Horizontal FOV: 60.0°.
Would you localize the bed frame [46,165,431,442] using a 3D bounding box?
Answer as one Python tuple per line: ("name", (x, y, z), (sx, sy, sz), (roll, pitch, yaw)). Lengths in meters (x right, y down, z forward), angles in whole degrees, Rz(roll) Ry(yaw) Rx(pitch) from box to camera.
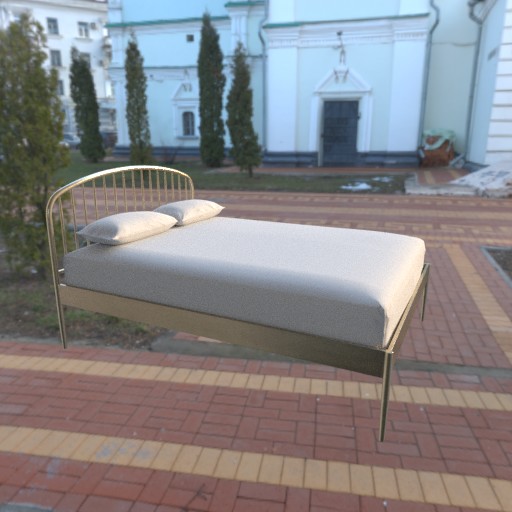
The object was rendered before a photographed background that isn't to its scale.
("bed frame", (0.000, 0.000, 3.088), (2.152, 1.175, 1.612), (7, 17, 25))
